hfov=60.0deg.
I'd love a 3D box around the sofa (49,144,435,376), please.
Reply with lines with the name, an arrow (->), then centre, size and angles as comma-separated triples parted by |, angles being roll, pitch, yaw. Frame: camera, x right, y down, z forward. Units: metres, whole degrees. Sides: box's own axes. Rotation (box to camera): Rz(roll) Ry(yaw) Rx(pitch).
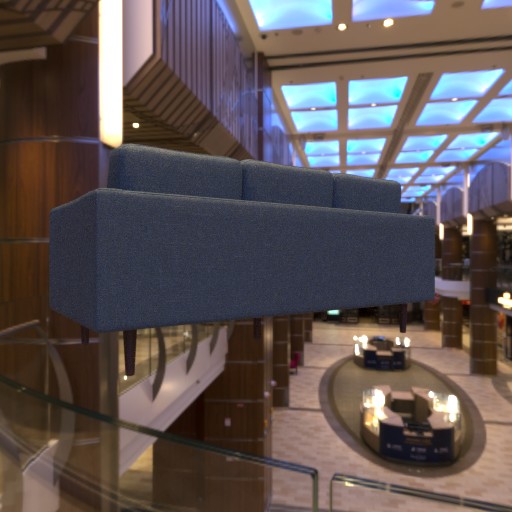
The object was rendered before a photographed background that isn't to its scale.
sofa -> 0.000, 0.000, 2.509 | 2.013, 0.945, 0.935 | 0, 0, -35
